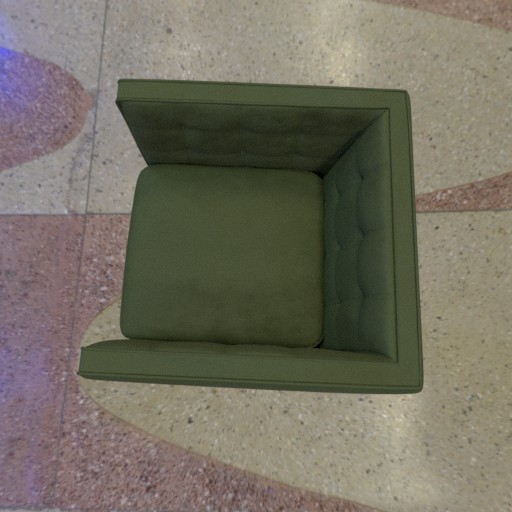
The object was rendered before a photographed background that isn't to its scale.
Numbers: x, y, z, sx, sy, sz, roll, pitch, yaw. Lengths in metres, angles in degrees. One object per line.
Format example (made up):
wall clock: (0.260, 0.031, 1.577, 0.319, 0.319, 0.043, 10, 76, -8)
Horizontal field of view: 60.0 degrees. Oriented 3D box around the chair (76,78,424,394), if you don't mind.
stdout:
chair: (0.000, 0.000, 1.565, 0.894, 0.790, 0.880, 2, 76, 1)
